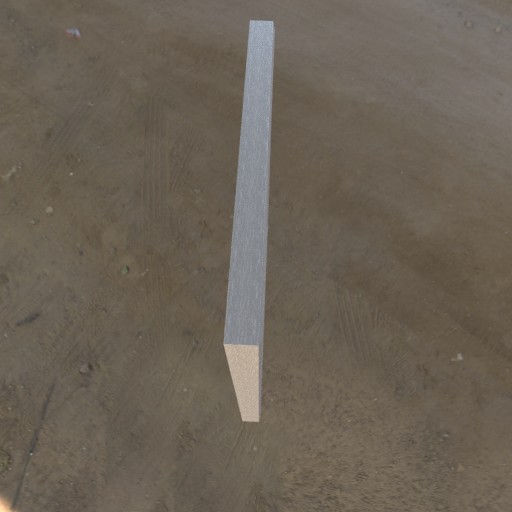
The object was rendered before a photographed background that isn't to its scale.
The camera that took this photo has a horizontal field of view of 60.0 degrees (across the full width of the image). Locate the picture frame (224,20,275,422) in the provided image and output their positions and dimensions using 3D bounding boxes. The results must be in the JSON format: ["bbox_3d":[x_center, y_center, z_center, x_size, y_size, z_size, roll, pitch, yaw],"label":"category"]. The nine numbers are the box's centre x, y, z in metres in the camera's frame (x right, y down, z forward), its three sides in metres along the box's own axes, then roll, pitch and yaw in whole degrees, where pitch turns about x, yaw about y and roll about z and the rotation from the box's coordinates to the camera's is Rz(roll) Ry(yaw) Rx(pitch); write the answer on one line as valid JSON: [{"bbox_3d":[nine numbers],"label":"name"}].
[{"bbox_3d":[0.000,0.000,0.530,0.027,0.378,0.327,2,63,1],"label":"picture frame"}]
